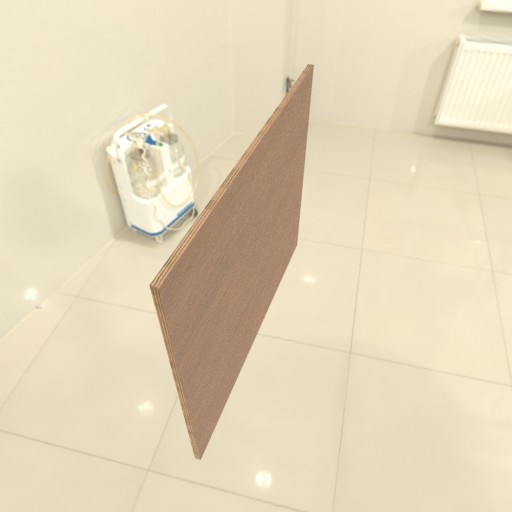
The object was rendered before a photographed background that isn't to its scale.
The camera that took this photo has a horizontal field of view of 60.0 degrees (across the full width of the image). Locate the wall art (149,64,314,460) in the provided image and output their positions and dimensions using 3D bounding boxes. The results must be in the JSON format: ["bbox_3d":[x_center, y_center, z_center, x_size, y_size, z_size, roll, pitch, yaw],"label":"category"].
[{"bbox_3d":[0.000,0.000,0.702,0.010,0.408,0.508,15,48,14],"label":"wall art"}]
